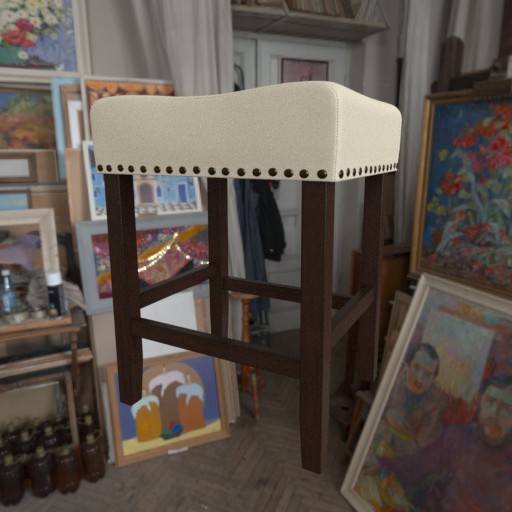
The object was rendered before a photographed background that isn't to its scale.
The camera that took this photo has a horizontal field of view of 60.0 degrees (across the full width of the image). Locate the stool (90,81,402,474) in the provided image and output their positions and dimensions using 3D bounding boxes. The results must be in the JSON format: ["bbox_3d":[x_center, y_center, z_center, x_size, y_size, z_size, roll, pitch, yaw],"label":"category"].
[{"bbox_3d":[0.000,0.000,0.912,0.471,0.609,0.401,7,15,28],"label":"stool"}]
